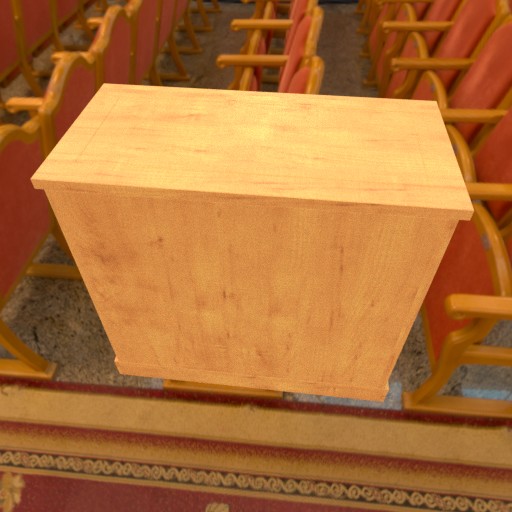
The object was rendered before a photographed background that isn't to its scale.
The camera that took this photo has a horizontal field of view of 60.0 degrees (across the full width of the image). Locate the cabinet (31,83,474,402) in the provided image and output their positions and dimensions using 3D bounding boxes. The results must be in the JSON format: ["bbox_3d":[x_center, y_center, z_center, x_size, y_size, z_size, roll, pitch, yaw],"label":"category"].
[{"bbox_3d":[0.000,0.000,1.370,0.920,0.840,0.450,5,47,4],"label":"cabinet"}]
